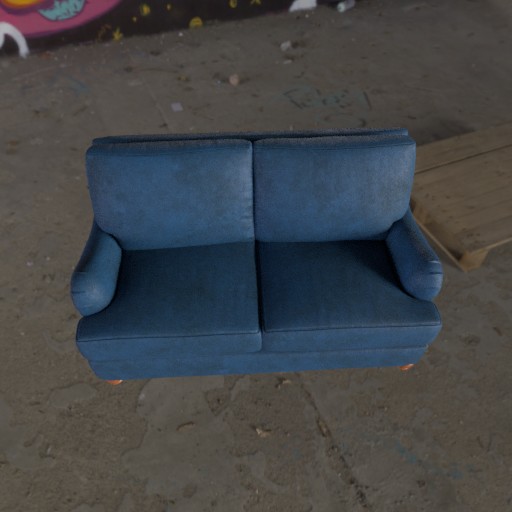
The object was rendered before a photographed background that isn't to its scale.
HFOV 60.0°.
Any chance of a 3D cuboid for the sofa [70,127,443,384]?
[{"bbox_3d":[0.000,0.000,2.486,1.853,1.101,1.084,-2,47,-2],"label":"sofa"}]
